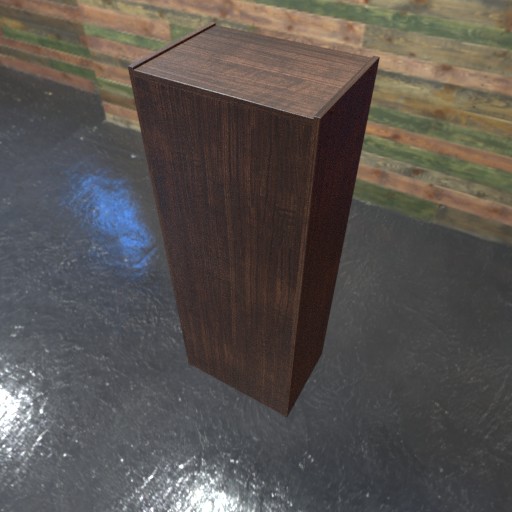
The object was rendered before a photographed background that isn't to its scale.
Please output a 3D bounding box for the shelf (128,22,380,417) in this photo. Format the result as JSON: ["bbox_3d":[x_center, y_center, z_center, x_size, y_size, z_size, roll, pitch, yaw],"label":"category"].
[{"bbox_3d":[0.000,0.000,1.270,0.415,1.099,0.290,22,50,21],"label":"shelf"}]
